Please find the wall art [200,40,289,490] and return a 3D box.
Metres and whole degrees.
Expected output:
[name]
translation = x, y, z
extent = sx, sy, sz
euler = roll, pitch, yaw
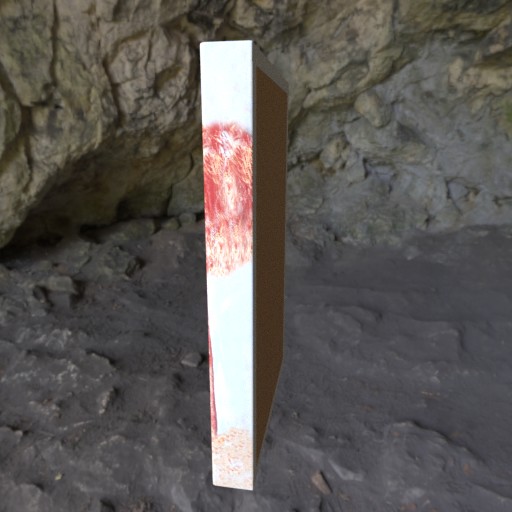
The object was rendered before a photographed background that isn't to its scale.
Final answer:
[wall art]
translation = 0.000, 0.000, 0.481
extent = 0.039, 0.380, 0.251
euler = 3, 15, 10
